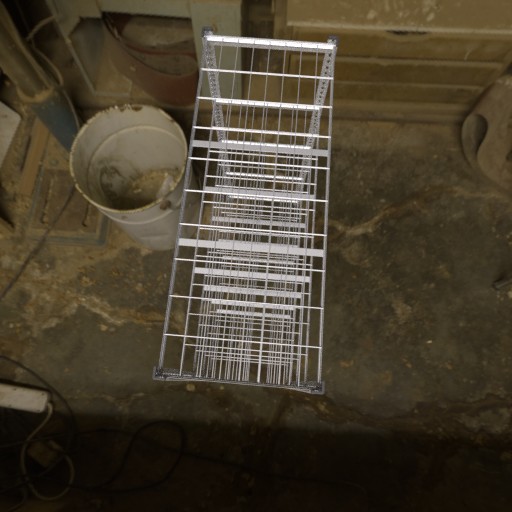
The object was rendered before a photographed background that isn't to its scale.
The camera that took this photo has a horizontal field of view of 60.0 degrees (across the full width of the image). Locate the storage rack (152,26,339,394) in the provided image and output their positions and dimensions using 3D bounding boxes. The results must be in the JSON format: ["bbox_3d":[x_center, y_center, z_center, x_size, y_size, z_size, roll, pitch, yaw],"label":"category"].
[{"bbox_3d":[0.000,0.000,2.715,0.610,1.981,1.524,5,74,1],"label":"storage rack"}]
